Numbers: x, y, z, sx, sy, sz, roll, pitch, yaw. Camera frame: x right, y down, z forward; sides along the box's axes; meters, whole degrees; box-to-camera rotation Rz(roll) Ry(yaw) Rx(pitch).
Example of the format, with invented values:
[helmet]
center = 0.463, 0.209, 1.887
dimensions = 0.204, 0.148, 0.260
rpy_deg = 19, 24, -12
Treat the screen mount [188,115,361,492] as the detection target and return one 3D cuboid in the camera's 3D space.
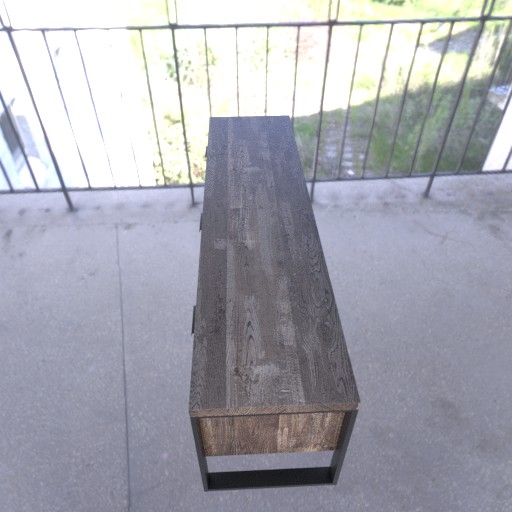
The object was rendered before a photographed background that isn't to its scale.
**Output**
[screen mount]
center = 0.000, 0.000, 1.704
dimensions = 0.395, 0.450, 1.524
rpy_deg = -2, 41, -2
